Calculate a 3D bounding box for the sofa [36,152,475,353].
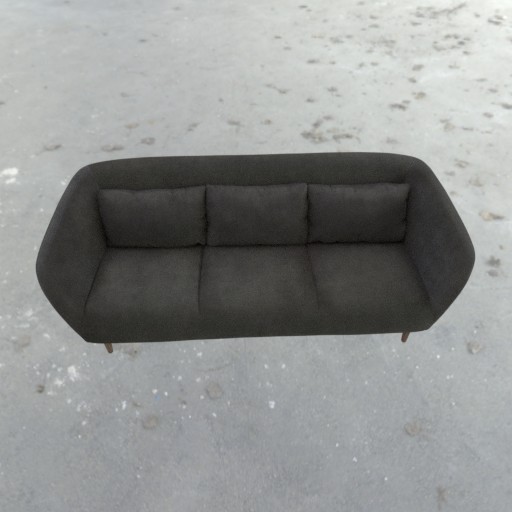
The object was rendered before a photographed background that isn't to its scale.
[{"bbox_3d":[0.000,0.000,2.714,2.296,0.875,0.956,-2,46,-2],"label":"sofa"}]
